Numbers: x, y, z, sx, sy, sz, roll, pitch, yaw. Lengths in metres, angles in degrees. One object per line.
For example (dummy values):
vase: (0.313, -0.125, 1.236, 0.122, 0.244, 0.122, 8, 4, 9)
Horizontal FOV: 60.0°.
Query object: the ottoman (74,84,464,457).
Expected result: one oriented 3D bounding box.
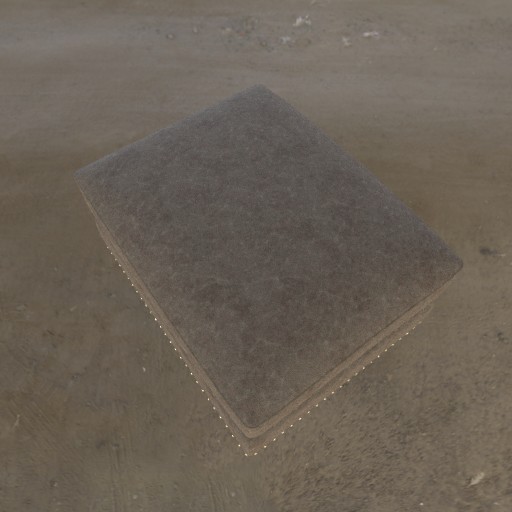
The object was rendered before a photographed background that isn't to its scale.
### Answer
ottoman: (0.000, 0.000, 1.147, 0.584, 0.513, 0.741, -32, 64, -18)
